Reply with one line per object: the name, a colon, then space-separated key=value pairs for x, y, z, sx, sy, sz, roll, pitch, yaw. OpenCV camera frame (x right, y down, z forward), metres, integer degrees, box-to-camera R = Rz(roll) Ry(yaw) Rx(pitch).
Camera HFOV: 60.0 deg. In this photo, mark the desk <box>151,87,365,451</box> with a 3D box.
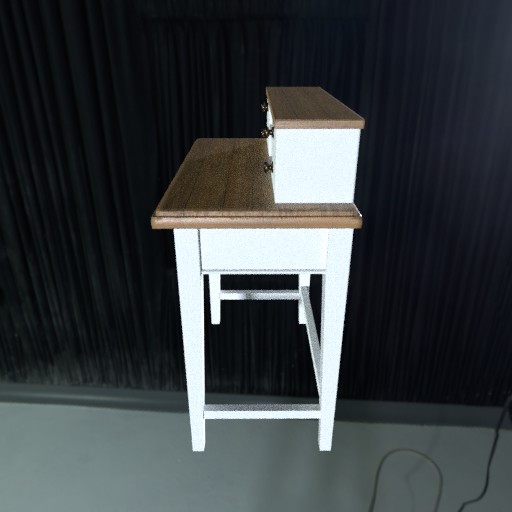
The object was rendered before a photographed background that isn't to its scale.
desk: x=0.000 y=0.000 z=1.460 sx=0.462 sy=0.981 sz=0.814 roll=0 pitch=26 yaw=0
